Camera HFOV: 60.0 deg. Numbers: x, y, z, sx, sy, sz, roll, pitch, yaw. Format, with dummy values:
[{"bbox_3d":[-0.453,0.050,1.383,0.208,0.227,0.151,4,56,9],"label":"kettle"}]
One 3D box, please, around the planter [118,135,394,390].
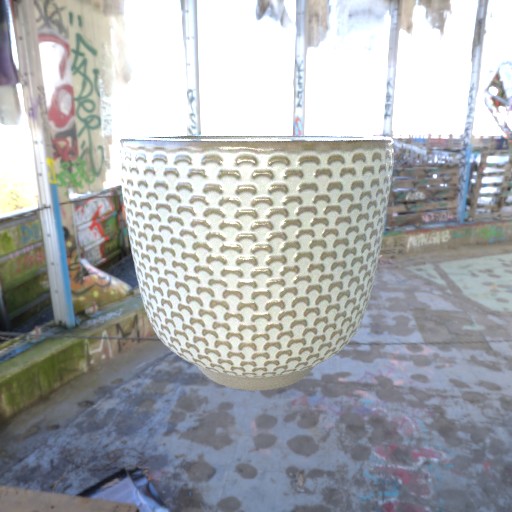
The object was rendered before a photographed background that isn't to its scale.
[{"bbox_3d":[0.000,0.000,0.308,0.173,0.160,0.173,0,16,0],"label":"planter"}]
